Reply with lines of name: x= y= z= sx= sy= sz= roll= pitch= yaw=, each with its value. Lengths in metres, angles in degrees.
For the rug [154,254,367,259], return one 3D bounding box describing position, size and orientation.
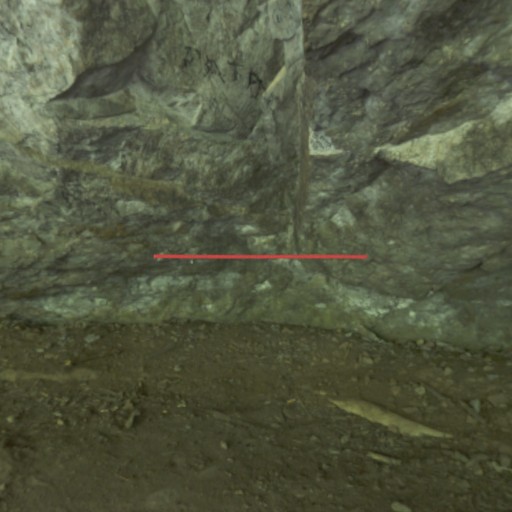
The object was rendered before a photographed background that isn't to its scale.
rug: x=0.000 y=0.000 z=2.507 sx=0.659 sy=0.015 sz=2.292 roll=0 pitch=0 yaw=-1
